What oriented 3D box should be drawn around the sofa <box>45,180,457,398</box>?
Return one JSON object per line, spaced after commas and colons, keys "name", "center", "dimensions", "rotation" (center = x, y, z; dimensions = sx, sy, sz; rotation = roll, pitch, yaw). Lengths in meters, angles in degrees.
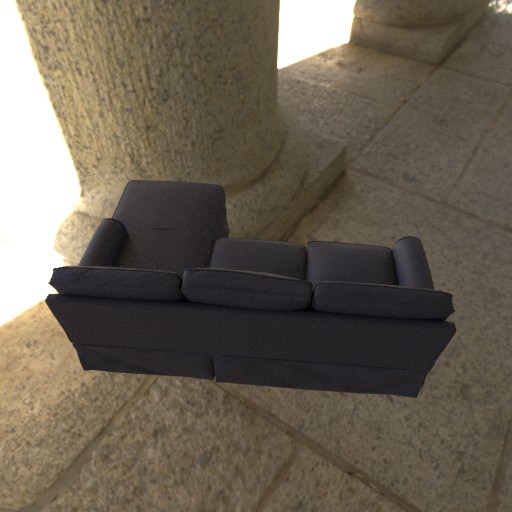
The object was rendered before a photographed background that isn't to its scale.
{"name": "sofa", "center": [0.000, 0.000, 3.413], "dimensions": [2.518, 1.039, 1.637], "rotation": [4, 48, 3]}
